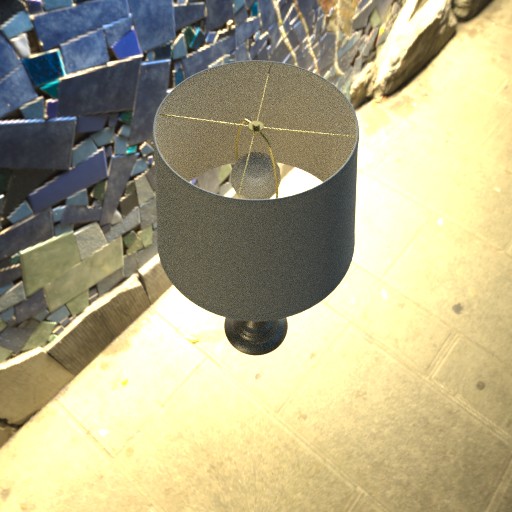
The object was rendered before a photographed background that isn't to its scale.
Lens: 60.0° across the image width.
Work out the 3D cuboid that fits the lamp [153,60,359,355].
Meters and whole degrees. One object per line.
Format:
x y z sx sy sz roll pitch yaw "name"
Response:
0.000 0.000 0.805 0.328 0.612 0.328 0 57 0 "lamp"
